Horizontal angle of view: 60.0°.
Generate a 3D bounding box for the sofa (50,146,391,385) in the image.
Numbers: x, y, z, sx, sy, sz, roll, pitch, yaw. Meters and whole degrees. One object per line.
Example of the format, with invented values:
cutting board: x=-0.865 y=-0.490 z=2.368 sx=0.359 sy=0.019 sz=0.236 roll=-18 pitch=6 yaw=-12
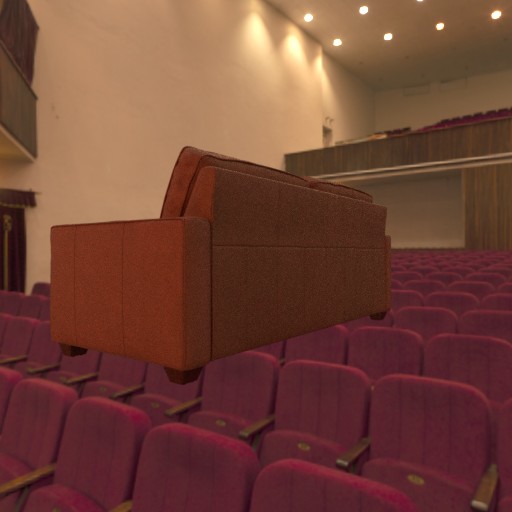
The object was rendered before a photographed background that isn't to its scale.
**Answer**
sofa: x=0.000 y=0.000 z=2.622 sx=0.940 sy=0.919 sz=2.080 roll=0 pitch=1 yaw=37
